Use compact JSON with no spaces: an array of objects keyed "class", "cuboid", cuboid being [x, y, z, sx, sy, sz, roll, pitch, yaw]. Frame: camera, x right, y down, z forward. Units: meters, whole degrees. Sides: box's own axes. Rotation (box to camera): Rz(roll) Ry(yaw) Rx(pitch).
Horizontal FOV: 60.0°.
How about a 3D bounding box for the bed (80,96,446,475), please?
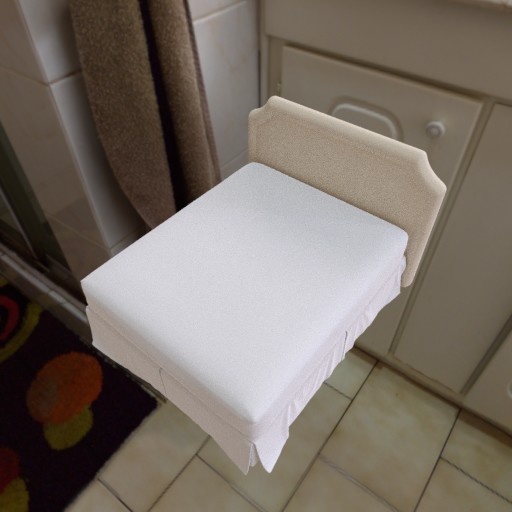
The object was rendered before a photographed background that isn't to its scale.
[{"class":"bed","cuboid":[0.000,0.000,3.322,1.827,1.296,2.209,30,53,26]}]
